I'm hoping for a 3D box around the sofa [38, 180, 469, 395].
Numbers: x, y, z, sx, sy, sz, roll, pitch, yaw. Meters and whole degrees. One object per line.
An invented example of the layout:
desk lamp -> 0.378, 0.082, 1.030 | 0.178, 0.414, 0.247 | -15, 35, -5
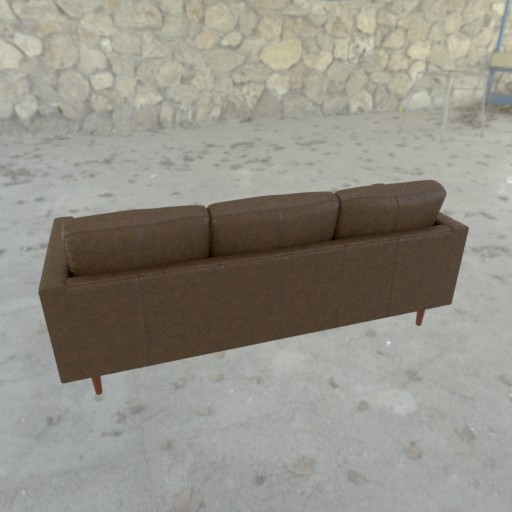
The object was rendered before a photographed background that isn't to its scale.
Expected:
sofa -> 0.000, 0.000, 2.654 | 2.231, 0.930, 0.903 | -8, 28, -16
